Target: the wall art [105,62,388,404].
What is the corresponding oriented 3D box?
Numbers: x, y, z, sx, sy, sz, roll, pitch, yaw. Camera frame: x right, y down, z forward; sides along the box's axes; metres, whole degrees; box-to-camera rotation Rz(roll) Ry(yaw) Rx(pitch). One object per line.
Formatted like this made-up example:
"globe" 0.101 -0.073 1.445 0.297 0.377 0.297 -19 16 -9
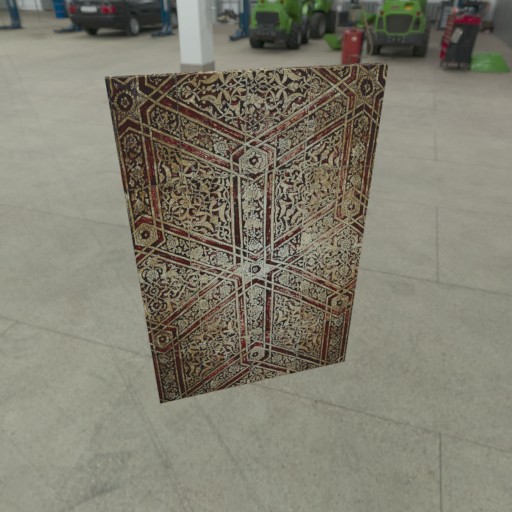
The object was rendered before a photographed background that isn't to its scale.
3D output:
"wall art" 0.000 0.000 1.153 0.599 0.904 0.030 -9 33 -14
